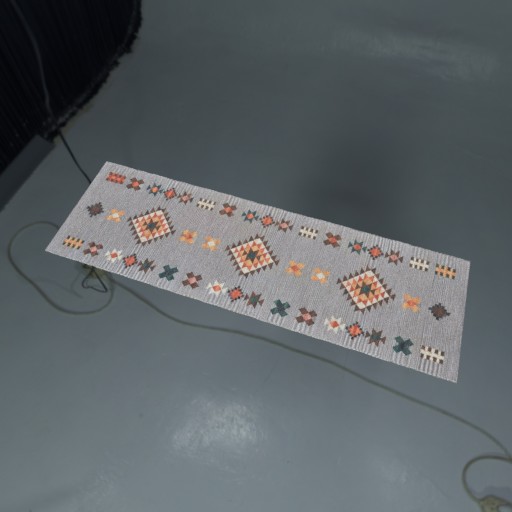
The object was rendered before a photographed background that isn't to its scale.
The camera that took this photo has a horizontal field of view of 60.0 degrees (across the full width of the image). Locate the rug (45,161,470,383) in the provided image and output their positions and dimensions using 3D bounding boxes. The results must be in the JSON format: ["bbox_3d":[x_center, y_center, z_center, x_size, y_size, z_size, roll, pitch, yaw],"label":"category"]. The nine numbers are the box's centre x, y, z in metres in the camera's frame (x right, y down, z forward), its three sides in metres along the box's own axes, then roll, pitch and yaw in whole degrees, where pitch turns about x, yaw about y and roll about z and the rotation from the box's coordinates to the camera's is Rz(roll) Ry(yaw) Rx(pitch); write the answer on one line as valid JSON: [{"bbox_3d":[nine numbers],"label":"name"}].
[{"bbox_3d":[0.000,0.000,2.656,2.432,0.008,0.766,17,60,10],"label":"rug"}]
